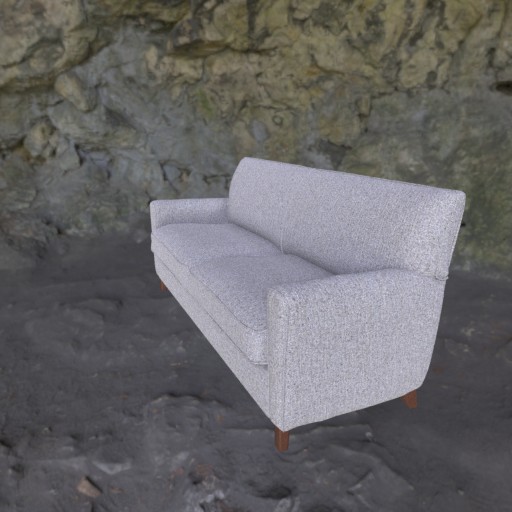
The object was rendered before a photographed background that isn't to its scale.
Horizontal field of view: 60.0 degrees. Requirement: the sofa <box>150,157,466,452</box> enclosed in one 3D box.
[{"bbox_3d":[0.000,0.000,2.476,0.854,0.942,2.026,-8,18,-24],"label":"sofa"}]
